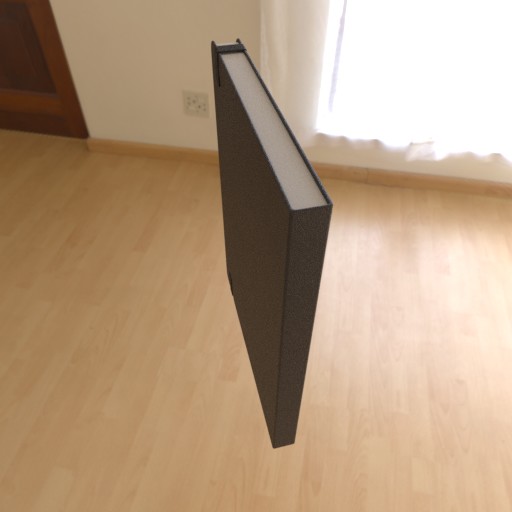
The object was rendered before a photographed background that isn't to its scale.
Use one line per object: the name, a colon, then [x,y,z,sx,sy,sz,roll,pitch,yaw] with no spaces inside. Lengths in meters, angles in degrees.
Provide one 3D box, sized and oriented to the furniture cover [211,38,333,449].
furniture cover: [0.000,0.000,0.373,0.023,0.281,0.216,-10,47,-9]
